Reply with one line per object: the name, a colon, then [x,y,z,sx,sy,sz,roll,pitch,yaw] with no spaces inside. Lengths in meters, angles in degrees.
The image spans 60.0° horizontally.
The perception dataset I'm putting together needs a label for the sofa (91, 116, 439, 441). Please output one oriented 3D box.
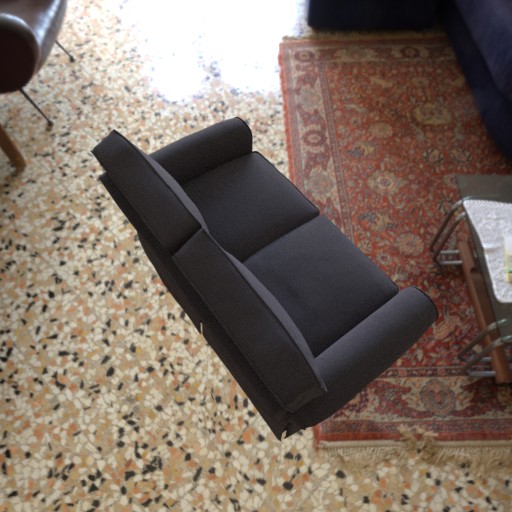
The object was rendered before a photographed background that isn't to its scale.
sofa: [0.000,0.000,2.466,0.997,1.059,1.801,-32,63,-18]
